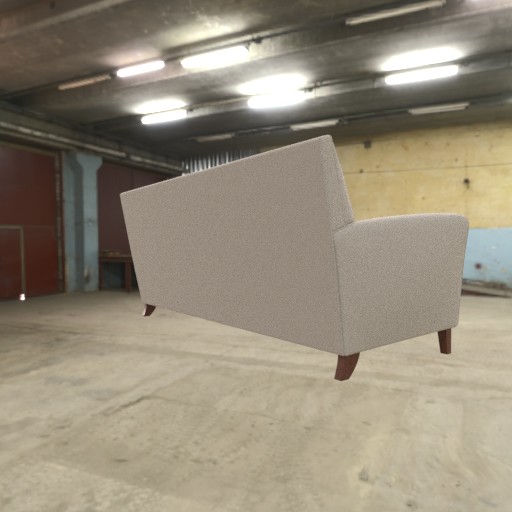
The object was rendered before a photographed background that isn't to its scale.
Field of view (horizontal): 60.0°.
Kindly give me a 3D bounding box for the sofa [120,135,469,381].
[{"bbox_3d":[0.000,0.000,2.467,0.875,0.846,2.000,-1,1,-36],"label":"sofa"}]
